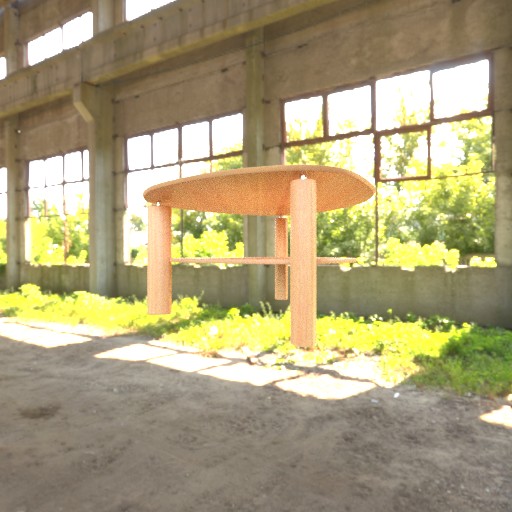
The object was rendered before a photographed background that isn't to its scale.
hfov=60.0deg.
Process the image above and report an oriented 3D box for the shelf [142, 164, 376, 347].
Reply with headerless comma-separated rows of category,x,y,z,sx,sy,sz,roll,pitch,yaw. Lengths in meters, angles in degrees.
shelf,0.000,0.000,1.679,0.845,0.440,1.246,0,0,0
